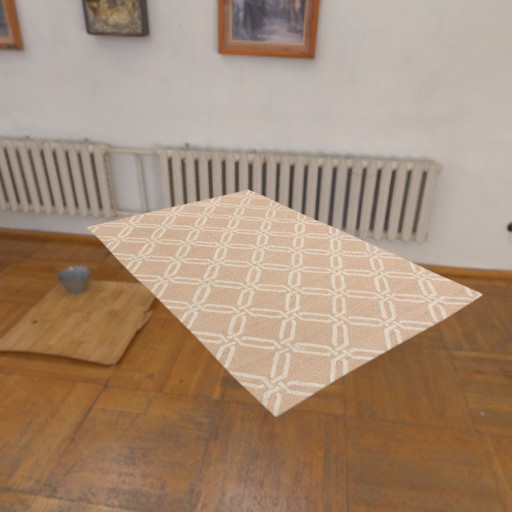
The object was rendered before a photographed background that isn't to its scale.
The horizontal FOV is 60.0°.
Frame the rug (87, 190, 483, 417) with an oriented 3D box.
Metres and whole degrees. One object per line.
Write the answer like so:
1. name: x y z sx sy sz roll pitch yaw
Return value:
1. rug: 0.000 0.000 2.214 1.146 0.010 1.745 -18 32 -32
